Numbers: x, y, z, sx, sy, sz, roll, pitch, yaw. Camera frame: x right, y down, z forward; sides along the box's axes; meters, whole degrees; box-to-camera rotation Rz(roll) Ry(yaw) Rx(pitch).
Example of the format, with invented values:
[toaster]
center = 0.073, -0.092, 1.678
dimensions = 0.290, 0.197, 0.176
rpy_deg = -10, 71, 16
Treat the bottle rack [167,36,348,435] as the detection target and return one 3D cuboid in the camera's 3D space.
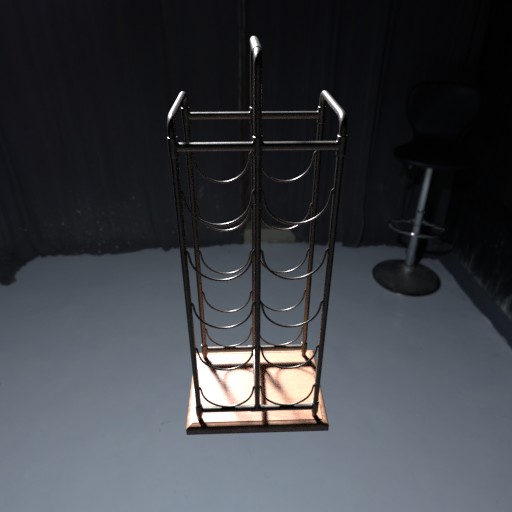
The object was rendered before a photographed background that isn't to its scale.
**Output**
[bottle rack]
center = 0.000, 0.000, 0.774
dimensions = 0.276, 0.680, 0.208
rpy_deg = -1, 31, -2
